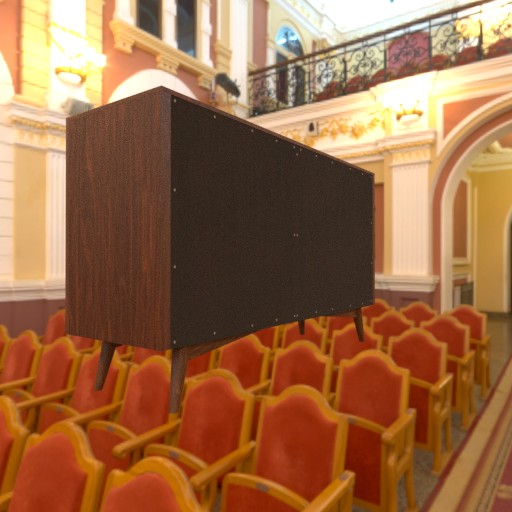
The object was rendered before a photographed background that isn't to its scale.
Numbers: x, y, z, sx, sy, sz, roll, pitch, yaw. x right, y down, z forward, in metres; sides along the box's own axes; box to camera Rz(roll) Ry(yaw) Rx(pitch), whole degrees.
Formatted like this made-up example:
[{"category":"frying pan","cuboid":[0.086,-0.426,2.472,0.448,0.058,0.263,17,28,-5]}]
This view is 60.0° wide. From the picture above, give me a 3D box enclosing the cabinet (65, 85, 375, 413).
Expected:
[{"category":"cabinet","cuboid":[0.000,0.000,2.015,0.505,0.940,1.575,0,0,36]}]
